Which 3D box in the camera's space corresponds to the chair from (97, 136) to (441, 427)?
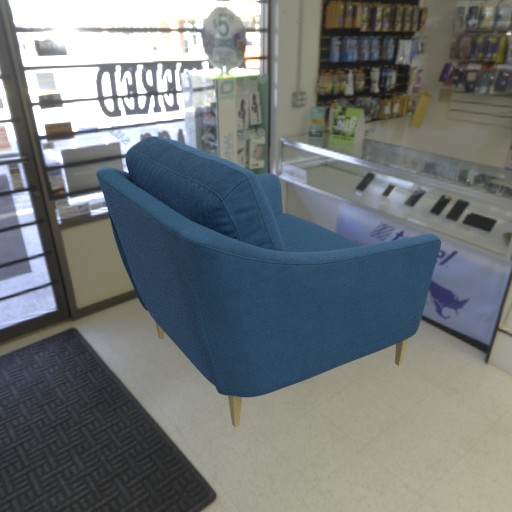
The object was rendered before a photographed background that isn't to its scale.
[{"bbox_3d":[0.000,0.000,1.739,0.961,0.899,0.987,-18,32,-31],"label":"chair"}]
